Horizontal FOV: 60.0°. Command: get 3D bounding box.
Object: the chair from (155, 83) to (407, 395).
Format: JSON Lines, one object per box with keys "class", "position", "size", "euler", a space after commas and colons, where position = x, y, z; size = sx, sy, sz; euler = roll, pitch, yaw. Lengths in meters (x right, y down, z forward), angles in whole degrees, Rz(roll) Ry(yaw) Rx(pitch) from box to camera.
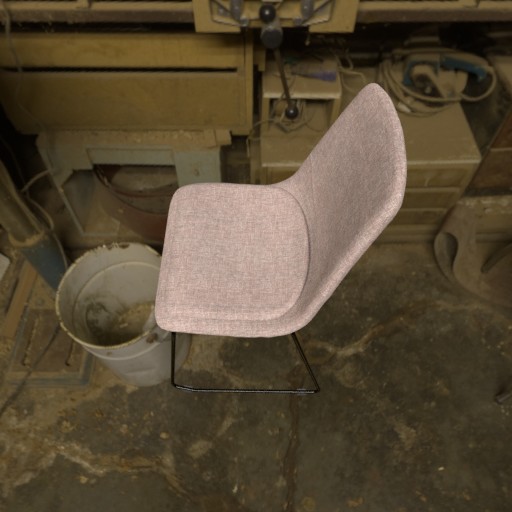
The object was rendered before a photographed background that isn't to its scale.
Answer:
{"class": "chair", "position": [0.000, 0.000, 1.137], "size": [0.518, 0.858, 0.479], "euler": [1, 58, 0]}
